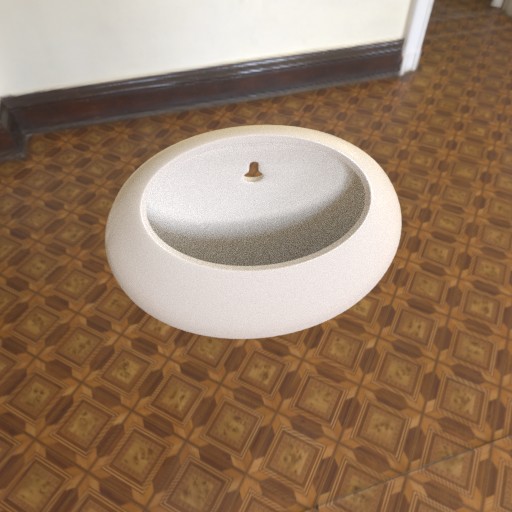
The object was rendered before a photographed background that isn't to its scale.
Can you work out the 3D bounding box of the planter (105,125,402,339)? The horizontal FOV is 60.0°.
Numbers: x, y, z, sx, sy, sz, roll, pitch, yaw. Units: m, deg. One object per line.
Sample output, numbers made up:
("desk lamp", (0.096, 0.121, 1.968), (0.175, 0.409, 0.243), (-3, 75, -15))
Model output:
("planter", (0.000, 0.000, 0.284), (0.185, 0.188, 0.043), (-4, 48, -3))
